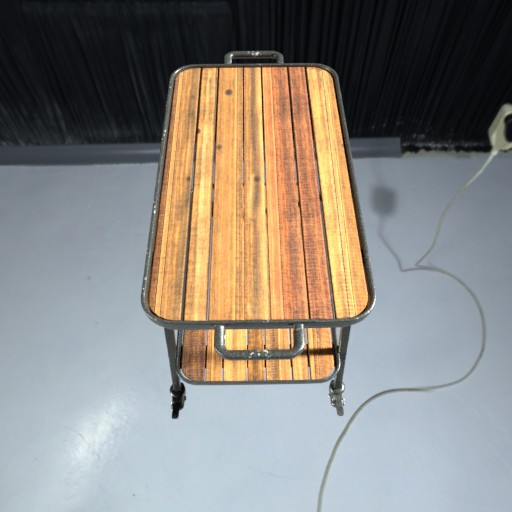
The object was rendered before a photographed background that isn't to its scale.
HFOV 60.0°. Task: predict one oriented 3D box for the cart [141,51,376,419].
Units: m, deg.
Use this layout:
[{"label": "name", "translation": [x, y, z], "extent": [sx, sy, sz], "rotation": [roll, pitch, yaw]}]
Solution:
[{"label": "cart", "translation": [0.000, 0.000, 1.217], "extent": [0.515, 0.700, 0.806], "rotation": [-1, 59, 0]}]
